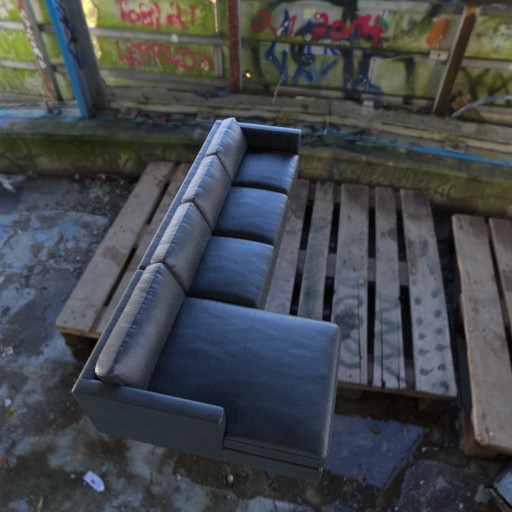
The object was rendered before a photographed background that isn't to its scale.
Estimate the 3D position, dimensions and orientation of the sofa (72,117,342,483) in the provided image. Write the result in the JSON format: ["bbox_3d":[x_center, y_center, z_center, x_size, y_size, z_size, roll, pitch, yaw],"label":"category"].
[{"bbox_3d":[0.000,0.000,3.814,1.581,0.883,3.203,9,48,8],"label":"sofa"}]
